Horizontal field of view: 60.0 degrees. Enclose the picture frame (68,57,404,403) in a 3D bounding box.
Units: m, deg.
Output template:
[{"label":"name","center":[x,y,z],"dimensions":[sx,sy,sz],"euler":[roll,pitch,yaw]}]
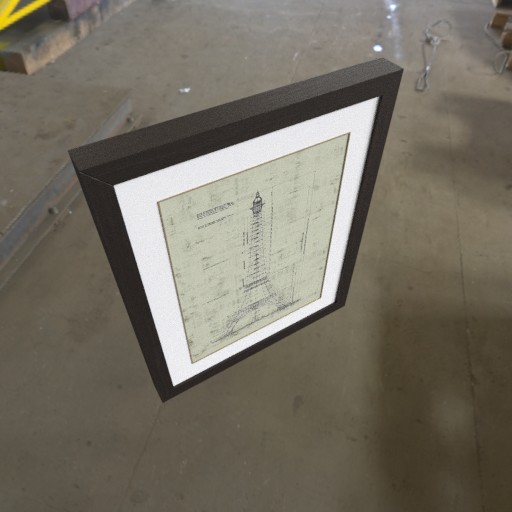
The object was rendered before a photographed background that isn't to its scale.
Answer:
[{"label":"picture frame","center":[0.000,0.000,0.753],"dimensions":[0.452,0.555,0.044],"euler":[-24,52,-20]}]
